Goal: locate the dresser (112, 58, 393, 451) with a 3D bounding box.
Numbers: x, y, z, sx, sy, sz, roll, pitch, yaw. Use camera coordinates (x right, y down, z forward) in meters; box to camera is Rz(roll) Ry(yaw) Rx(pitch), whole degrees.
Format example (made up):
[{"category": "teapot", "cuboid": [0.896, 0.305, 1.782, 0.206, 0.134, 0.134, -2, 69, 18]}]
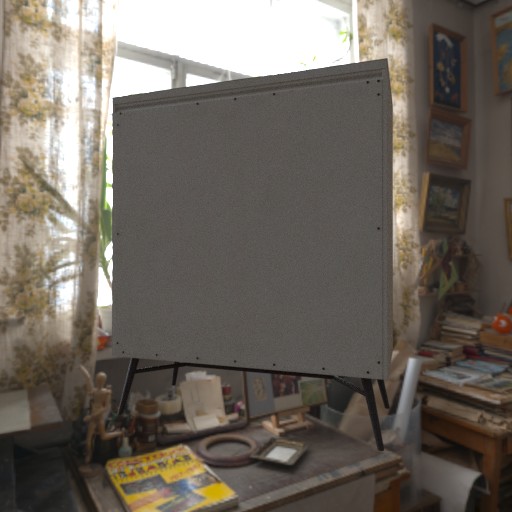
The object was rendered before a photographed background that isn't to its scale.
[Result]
[{"category": "dresser", "cuboid": [0.000, 0.000, 1.746, 1.016, 1.219, 0.457, 0, 0, 19]}]
